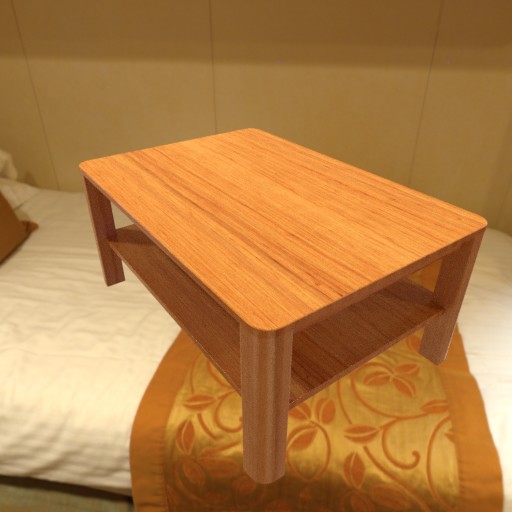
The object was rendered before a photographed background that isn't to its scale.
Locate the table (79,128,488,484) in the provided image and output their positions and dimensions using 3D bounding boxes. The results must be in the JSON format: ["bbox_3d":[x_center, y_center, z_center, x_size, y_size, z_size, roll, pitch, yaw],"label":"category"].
[{"bbox_3d":[0.000,0.000,1.352,0.696,0.445,0.997,-21,37,-30],"label":"table"}]
